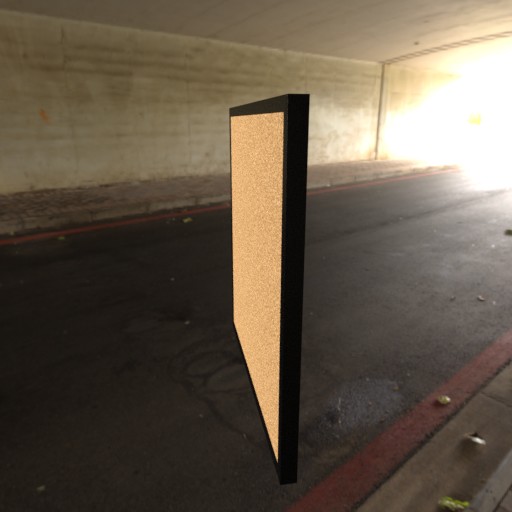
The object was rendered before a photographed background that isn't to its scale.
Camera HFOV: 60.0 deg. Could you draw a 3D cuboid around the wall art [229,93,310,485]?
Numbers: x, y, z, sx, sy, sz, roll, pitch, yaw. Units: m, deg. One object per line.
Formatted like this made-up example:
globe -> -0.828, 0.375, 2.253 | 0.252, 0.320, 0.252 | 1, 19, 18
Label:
wall art -> 0.000, 0.000, 1.159 | 0.036, 0.755, 0.756 | -3, 17, -10
